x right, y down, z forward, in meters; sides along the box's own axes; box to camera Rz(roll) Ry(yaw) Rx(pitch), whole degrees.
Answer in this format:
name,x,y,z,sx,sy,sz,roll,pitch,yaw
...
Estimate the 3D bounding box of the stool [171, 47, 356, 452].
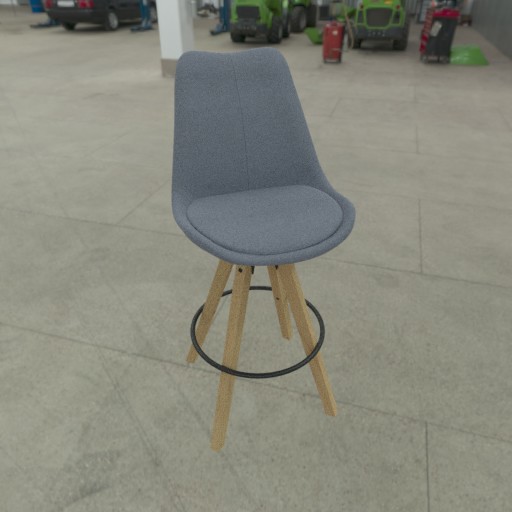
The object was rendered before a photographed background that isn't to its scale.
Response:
name,x,y,z,sx,sy,sz,roll,pitch,yaw
stool,0.000,0.000,1.378,0.485,1.115,0.550,-10,34,-16
